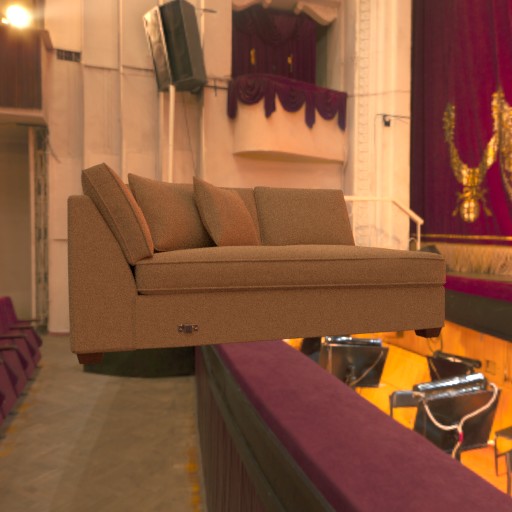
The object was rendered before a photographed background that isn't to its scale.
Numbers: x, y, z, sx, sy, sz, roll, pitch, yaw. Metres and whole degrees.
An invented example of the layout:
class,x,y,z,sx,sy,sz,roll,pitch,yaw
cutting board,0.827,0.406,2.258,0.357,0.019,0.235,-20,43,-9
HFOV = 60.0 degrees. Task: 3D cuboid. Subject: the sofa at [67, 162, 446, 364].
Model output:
class,x,y,z,sx,sy,sz,roll,pitch,yaw
sofa,0.000,0.000,2.943,2.237,1.033,1.110,0,1,-19
